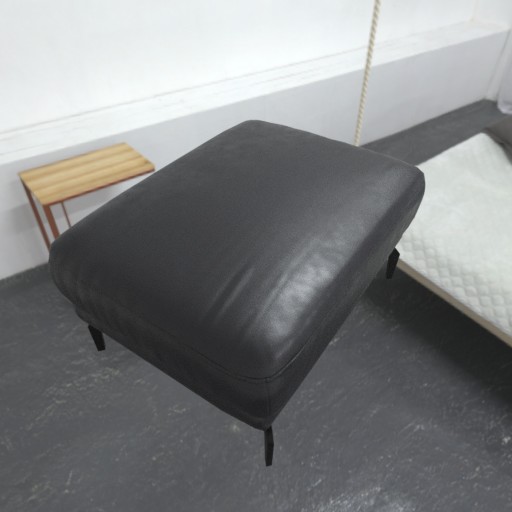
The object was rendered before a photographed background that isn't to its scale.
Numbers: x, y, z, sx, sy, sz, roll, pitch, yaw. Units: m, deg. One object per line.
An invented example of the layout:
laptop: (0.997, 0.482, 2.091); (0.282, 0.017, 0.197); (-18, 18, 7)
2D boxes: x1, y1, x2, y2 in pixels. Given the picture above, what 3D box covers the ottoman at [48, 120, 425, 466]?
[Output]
ottoman: (0.000, 0.000, 1.093); (0.570, 0.402, 0.764); (24, 47, 25)
